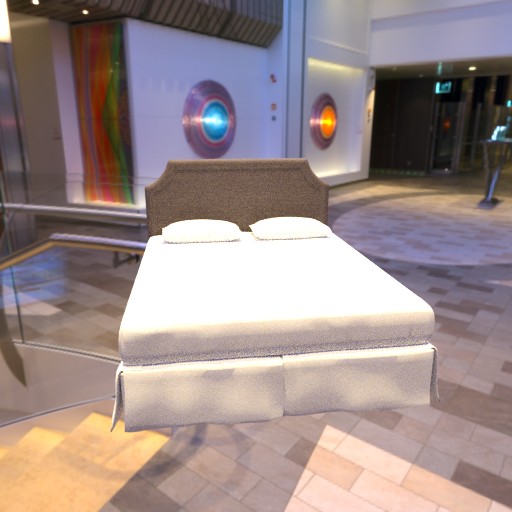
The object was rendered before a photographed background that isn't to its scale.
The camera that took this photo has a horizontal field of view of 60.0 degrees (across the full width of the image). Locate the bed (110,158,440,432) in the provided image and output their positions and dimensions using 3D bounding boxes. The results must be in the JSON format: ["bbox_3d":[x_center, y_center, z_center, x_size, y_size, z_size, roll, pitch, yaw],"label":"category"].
[{"bbox_3d":[0.000,0.000,4.148,2.350,1.590,2.773,-2,17,-8],"label":"bed"}]
